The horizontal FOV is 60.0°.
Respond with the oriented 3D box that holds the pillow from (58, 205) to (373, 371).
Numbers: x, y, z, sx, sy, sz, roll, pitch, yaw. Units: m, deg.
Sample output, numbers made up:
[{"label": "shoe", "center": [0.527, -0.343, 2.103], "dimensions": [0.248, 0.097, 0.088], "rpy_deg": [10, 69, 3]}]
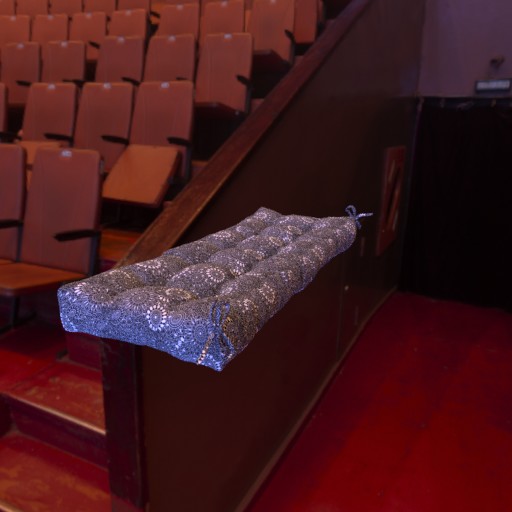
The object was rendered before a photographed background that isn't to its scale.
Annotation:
[{"label": "pillow", "center": [0.000, 0.000, 1.393], "dimensions": [0.511, 0.174, 1.194], "rpy_deg": [8, 18, 24]}]
